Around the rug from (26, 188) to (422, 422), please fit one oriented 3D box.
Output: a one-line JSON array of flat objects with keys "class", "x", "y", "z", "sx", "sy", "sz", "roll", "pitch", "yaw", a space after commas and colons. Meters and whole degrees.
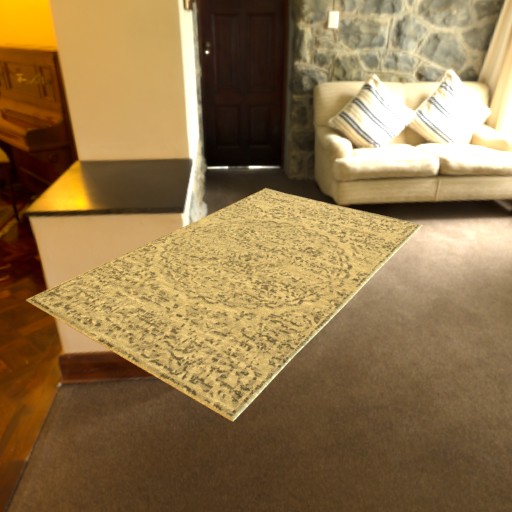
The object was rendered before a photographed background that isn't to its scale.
[{"class": "rug", "x": 0.000, "y": 0.000, "z": 3.053, "sx": 1.527, "sy": 0.021, "sz": 2.447, "roll": 18, "pitch": 32, "yaw": 31}]
